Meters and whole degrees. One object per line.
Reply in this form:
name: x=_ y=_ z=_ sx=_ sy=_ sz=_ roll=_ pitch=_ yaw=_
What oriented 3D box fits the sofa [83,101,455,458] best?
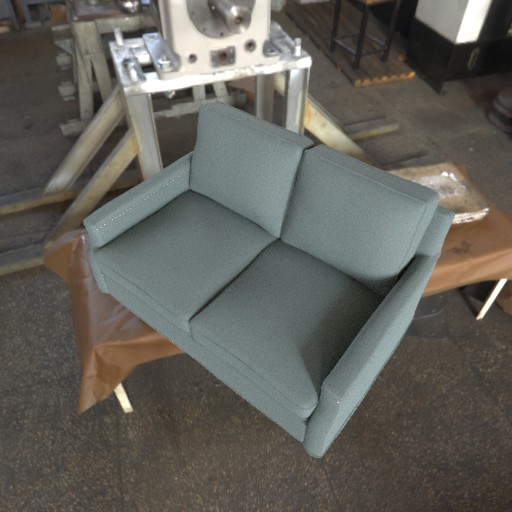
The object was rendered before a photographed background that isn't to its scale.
sofa: x=0.000 y=0.000 z=2.323 sx=1.597 sy=1.003 sz=1.084 roll=31 pitch=54 yaw=25
